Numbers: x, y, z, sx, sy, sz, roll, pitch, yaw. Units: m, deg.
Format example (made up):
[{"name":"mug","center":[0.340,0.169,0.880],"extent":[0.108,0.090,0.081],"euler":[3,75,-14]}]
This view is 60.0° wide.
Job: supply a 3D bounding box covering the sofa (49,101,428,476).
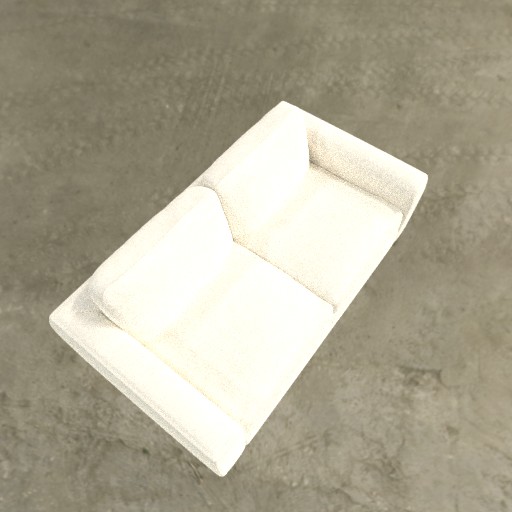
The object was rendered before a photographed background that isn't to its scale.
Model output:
[{"name":"sofa","center":[0.000,0.000,2.430],"extent":[1.069,0.801,1.920],"euler":[34,65,18]}]
